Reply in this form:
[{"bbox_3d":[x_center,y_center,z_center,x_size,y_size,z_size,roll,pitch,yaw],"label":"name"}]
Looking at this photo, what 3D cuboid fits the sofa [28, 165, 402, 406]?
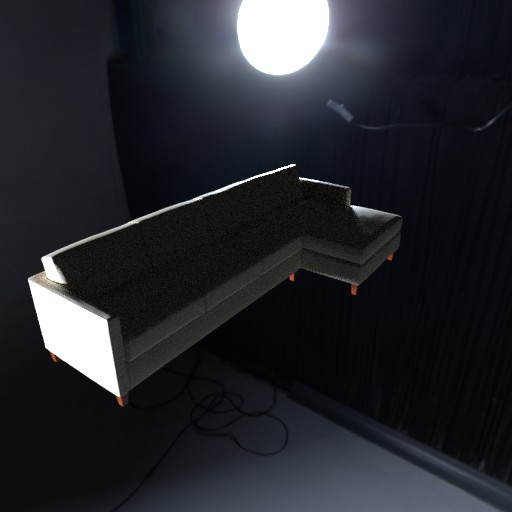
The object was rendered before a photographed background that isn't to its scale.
[{"bbox_3d":[0.000,0.000,4.134,1.603,0.954,3.471,17,30,32],"label":"sofa"}]
